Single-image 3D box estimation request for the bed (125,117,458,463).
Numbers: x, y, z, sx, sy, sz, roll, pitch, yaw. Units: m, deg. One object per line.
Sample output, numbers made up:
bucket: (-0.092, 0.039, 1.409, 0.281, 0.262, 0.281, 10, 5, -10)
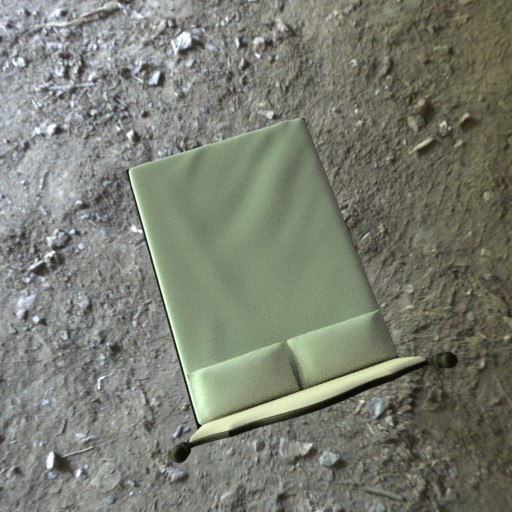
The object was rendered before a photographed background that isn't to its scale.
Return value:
bed: (0.000, 0.000, 3.324, 1.642, 1.499, 2.224, -18, 76, -4)
